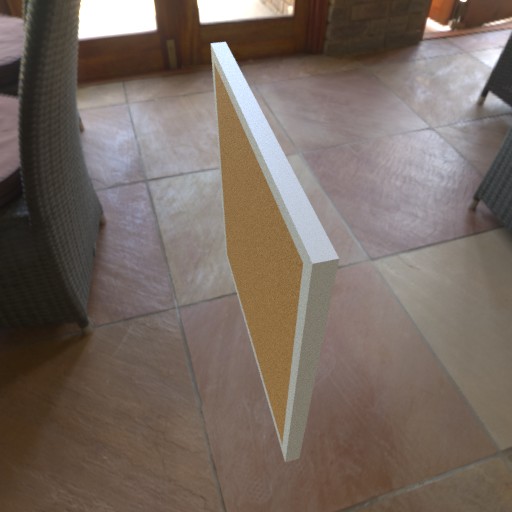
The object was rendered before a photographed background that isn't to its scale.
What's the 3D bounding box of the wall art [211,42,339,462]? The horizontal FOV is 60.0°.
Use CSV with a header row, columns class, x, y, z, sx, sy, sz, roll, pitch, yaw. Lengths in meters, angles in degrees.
class,x,y,z,sx,sy,sz,roll,pitch,yaw
wall art,0.000,0.000,1.125,0.038,0.762,0.762,-10,48,-10
